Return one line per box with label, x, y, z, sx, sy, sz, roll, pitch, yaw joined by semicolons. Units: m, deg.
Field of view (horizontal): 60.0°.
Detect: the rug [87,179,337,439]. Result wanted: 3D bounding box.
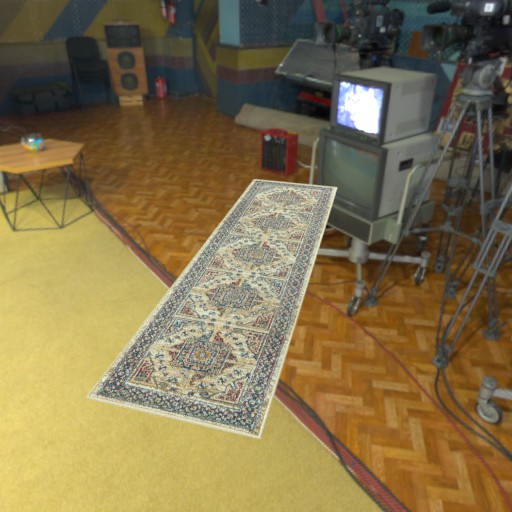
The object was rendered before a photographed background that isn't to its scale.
rug;0.000;0.000;2.503;0.661;0.013;2.297;8;32;13
